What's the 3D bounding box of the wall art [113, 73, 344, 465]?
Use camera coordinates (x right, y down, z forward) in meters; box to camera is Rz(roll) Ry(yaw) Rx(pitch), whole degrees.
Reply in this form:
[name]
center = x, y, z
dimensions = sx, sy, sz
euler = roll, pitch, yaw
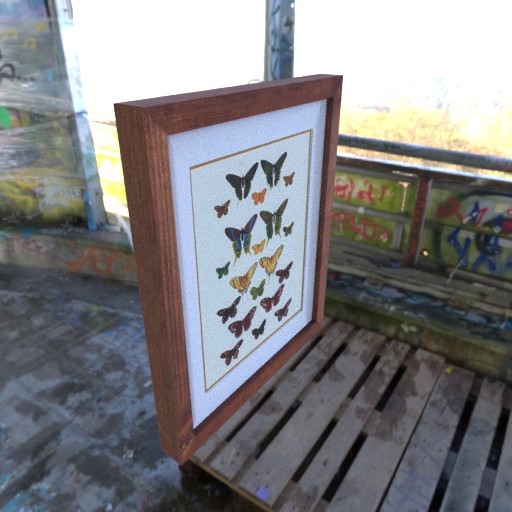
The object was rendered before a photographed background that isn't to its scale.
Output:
[wall art]
center = 0.000, 0.000, 0.623
dimensions = 0.039, 0.449, 0.377
euler = 19, 32, 32
